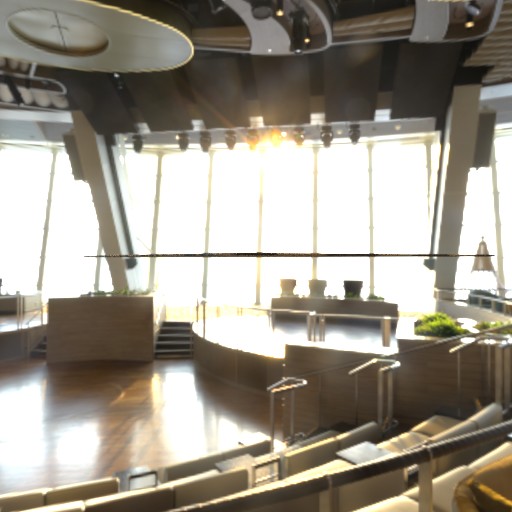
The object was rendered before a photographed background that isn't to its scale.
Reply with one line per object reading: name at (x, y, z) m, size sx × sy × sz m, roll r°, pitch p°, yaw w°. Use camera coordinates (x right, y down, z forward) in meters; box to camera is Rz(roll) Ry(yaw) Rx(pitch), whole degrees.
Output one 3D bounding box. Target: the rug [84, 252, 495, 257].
rug at (0.000, 0.000, 2.921) m, size 1.676 × 0.013 × 2.261 m, roll 0°, pitch 0°, yaw -34°
